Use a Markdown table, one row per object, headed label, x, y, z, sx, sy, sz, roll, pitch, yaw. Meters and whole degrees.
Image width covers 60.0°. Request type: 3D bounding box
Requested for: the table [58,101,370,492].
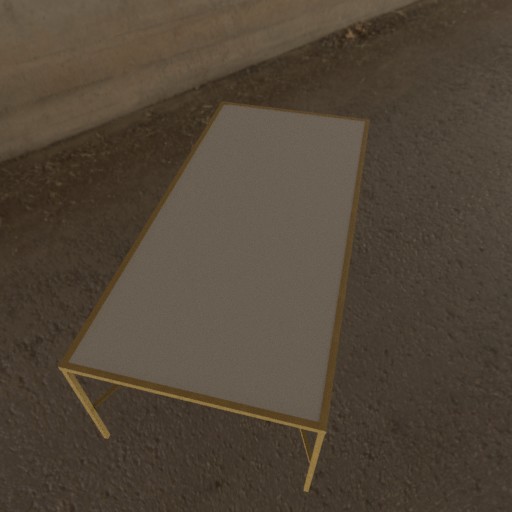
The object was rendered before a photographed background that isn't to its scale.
| label | x | y | z | sx | sy | sz | roll | pitch | yaw |
| --- | --- | --- | --- | --- | --- | --- | --- | --- | --- |
| table | 0.000 | 0.000 | 1.453 | 0.580 | 0.398 | 1.206 | 10 | 48 | 10 |
